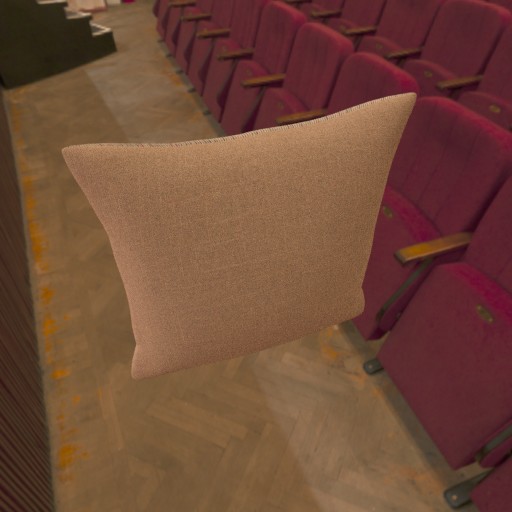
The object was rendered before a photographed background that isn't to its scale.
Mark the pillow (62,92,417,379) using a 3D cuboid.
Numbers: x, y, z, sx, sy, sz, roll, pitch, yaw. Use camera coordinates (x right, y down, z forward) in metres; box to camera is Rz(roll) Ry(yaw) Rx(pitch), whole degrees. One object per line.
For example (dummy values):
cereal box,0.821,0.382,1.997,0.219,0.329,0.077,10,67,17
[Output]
pillow,0.000,0.000,0.766,0.512,0.506,0.178,-13,44,-14
